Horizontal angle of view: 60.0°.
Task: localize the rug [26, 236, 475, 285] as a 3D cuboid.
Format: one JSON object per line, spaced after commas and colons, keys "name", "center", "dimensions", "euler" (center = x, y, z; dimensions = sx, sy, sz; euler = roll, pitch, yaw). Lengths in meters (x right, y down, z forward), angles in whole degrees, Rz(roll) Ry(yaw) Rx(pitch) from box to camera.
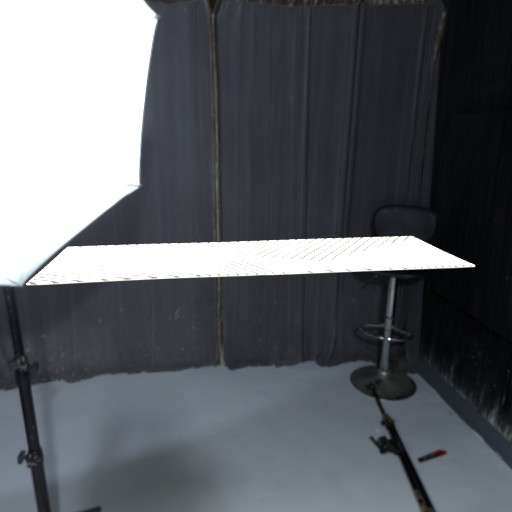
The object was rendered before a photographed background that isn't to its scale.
{"name": "rug", "center": [0.000, 0.000, 2.748], "dimensions": [2.439, 0.020, 0.773], "euler": [-2, 15, -7]}
